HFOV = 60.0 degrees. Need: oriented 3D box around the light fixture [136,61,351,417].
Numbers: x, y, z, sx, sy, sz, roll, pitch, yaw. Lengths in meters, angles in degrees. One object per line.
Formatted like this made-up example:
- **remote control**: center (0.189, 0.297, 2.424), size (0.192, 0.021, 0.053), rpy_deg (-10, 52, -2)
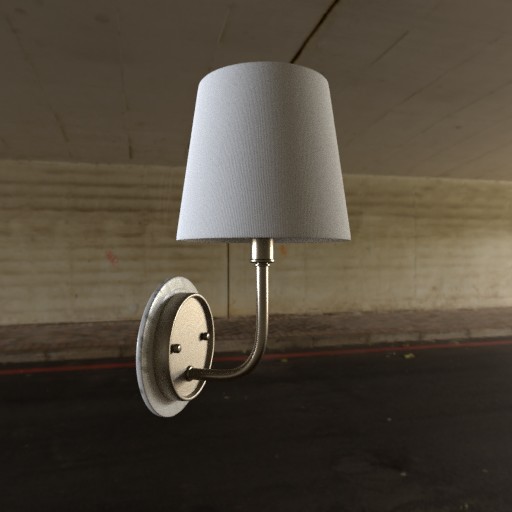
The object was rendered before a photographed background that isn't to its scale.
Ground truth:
- **light fixture**: center (0.000, 0.000, 0.448), size (0.188, 0.337, 0.168), rpy_deg (0, 0, 18)
